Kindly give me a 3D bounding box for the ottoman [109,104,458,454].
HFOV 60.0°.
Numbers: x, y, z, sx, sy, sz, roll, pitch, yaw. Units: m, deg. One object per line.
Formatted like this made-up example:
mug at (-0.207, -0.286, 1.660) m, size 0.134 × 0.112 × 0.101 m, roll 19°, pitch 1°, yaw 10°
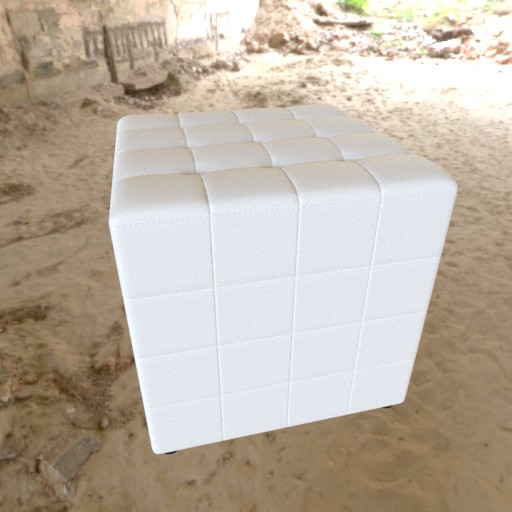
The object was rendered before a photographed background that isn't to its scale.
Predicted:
ottoman at (0.000, 0.000, 0.787) m, size 0.425 × 0.432 × 0.425 m, roll -7°, pitch 32°, yaw -12°
